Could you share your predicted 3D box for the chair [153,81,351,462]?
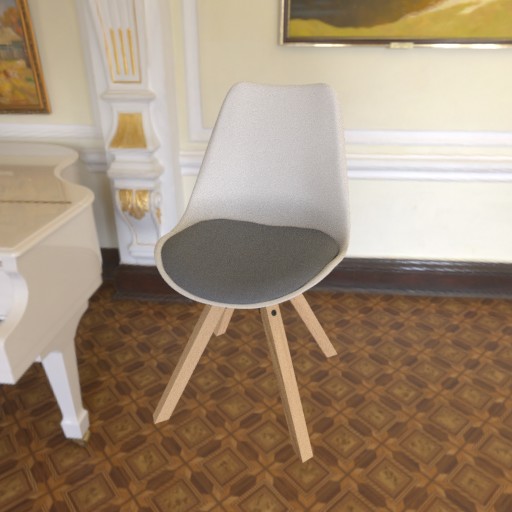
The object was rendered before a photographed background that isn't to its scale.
[{"bbox_3d":[0.000,0.000,1.207,0.485,0.850,0.550,8,27,16],"label":"chair"}]
